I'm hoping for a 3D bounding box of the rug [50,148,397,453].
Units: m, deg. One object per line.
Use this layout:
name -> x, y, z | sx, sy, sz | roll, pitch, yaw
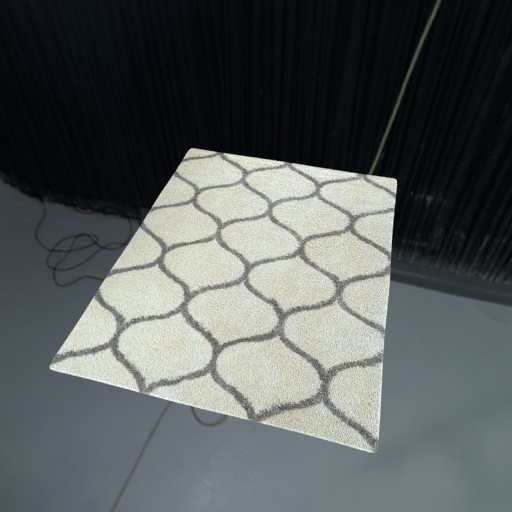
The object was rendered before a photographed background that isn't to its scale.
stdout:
rug -> 0.000, 0.000, 4.058 | 2.399, 0.026, 3.000 | 11, 48, 10
